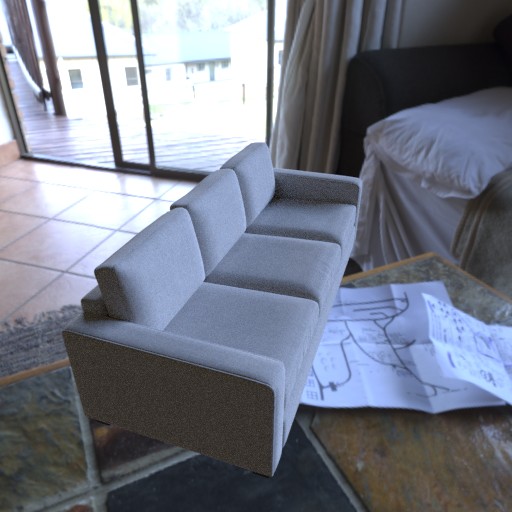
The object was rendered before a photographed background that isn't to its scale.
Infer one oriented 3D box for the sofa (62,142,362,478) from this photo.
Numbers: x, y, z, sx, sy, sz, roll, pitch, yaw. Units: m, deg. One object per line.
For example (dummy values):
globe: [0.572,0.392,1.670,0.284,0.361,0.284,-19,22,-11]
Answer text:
sofa: [0.000,0.000,2.537,0.900,0.800,2.120,10,32,17]
